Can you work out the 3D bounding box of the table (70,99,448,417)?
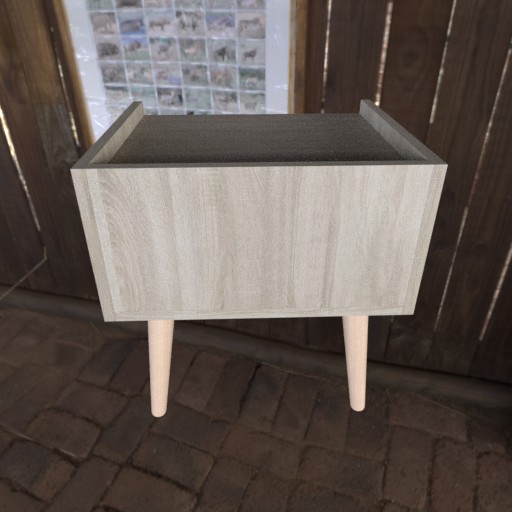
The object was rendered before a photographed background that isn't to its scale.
[{"bbox_3d":[0.000,0.000,0.807,0.450,0.470,0.370,-1,31,-2],"label":"table"}]
